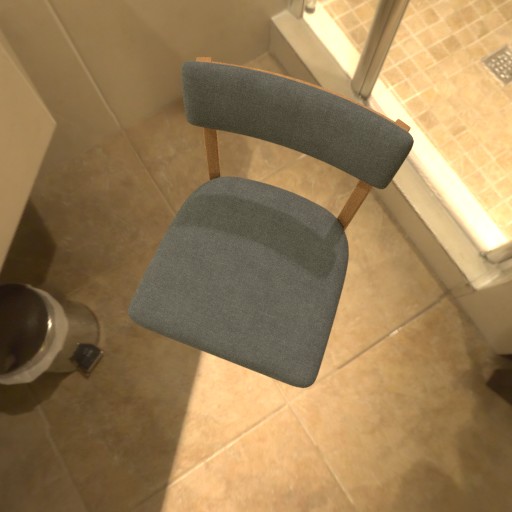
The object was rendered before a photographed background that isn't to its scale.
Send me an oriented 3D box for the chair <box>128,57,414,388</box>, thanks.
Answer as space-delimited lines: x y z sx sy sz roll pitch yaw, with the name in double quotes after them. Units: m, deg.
0.000 0.000 1.208 0.508 0.832 0.572 20 77 5 "chair"
